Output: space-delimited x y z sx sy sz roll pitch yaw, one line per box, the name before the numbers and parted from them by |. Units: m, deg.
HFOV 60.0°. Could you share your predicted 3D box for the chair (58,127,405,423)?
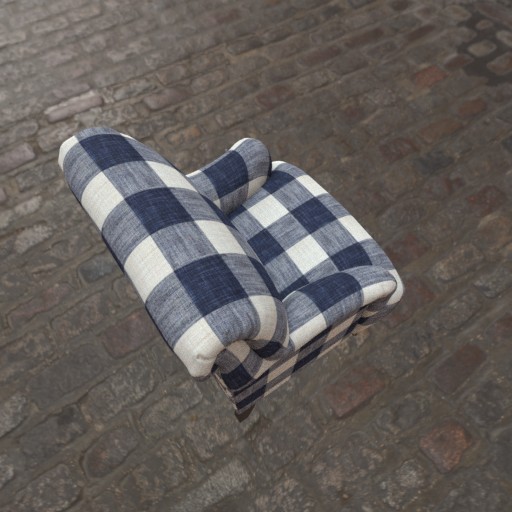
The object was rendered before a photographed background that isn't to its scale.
chair | 0.000 0.000 1.531 0.848 0.953 0.781 -31 63 -18
